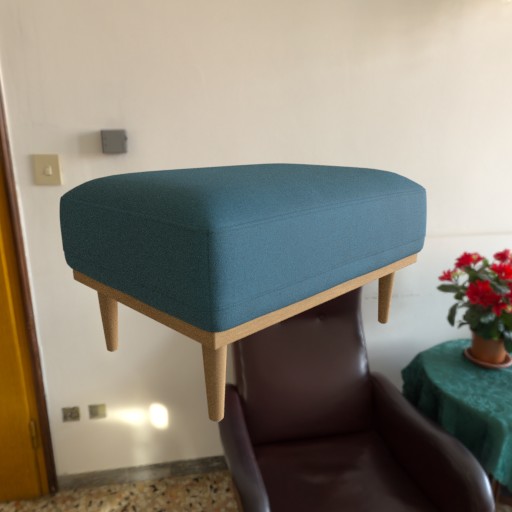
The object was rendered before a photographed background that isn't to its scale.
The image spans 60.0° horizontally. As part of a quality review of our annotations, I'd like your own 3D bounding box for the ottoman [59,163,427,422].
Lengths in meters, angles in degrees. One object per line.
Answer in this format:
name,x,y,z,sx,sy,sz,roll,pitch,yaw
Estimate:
ottoman,0.000,0.000,1.097,0.549,0.428,0.749,14,21,43
